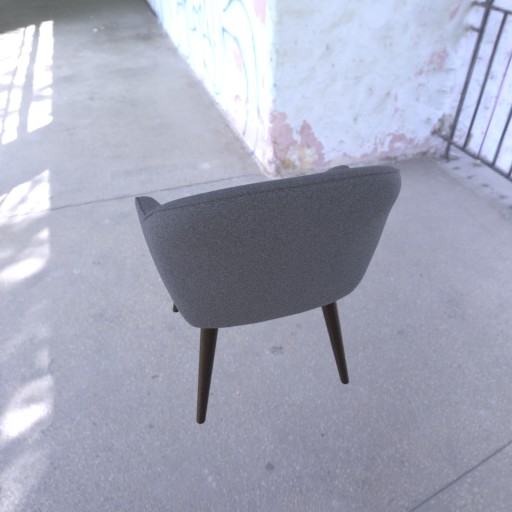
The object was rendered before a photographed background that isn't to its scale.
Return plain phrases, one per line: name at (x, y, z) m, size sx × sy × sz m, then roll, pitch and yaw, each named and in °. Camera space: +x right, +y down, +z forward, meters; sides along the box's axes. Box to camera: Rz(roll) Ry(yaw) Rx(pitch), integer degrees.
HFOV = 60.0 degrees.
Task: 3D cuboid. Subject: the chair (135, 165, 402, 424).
chair at (0.000, 0.000, 1.237) m, size 0.589 × 0.810 × 0.611 m, roll -11°, pitch 41°, yaw -13°
